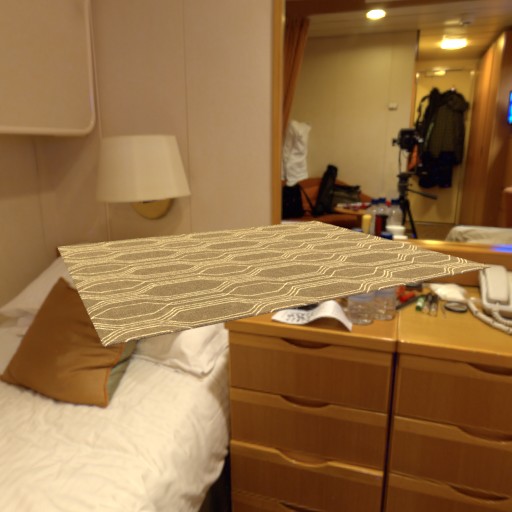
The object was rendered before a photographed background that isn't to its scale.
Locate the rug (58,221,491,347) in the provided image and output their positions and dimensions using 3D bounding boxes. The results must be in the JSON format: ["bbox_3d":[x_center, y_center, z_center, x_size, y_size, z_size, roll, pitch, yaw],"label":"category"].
[{"bbox_3d":[0.000,0.000,3.969,3.062,0.012,2.457,-8,16,-27],"label":"rug"}]
